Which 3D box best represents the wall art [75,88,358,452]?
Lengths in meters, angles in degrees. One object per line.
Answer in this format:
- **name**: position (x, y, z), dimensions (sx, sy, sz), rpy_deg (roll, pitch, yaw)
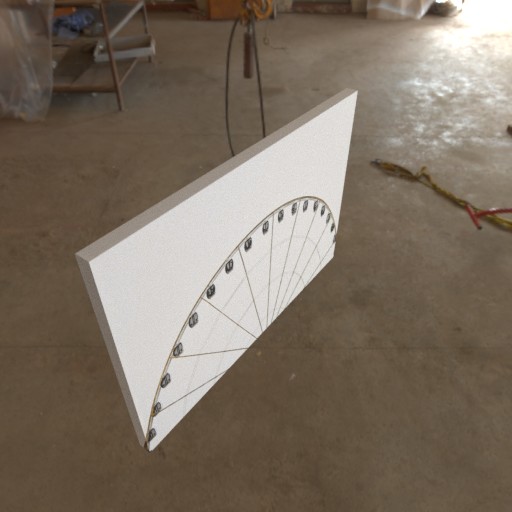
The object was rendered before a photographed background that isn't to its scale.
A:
- **wall art**: position (0.000, 0.000, 1.146), dimensions (0.038, 0.601, 0.898), rpy_deg (26, 46, 27)
